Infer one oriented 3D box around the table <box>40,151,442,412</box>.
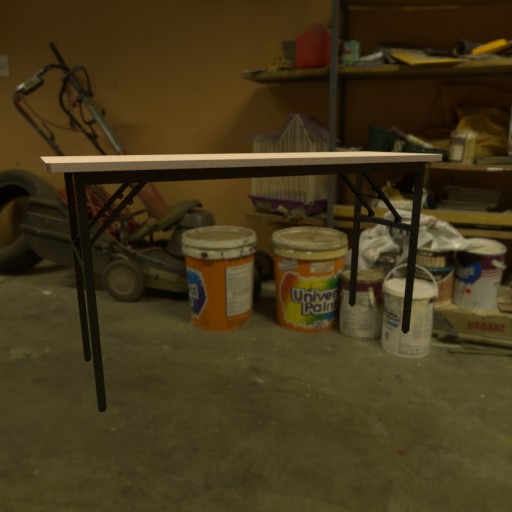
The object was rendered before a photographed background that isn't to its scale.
[{"bbox_3d":[0.000,0.000,1.695,1.397,0.750,0.447,-7,16,-26],"label":"table"}]
